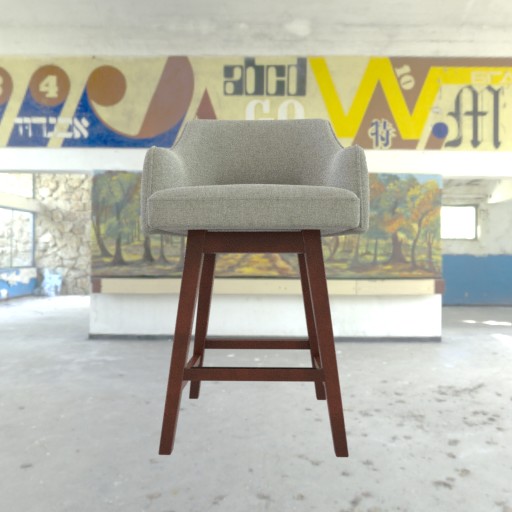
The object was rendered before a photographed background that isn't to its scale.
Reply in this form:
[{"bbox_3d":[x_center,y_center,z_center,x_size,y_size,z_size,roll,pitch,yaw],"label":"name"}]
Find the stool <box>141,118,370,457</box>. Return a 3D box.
[{"bbox_3d":[0.000,0.000,1.295,0.599,0.944,0.558,0,0,2],"label":"stool"}]
